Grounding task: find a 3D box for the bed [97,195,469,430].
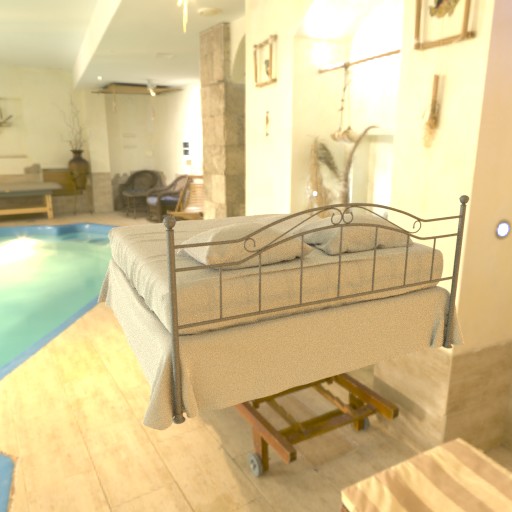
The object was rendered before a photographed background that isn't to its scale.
[{"bbox_3d":[0.000,0.000,3.524,2.309,1.080,2.220,-7,16,-25],"label":"bed"}]
